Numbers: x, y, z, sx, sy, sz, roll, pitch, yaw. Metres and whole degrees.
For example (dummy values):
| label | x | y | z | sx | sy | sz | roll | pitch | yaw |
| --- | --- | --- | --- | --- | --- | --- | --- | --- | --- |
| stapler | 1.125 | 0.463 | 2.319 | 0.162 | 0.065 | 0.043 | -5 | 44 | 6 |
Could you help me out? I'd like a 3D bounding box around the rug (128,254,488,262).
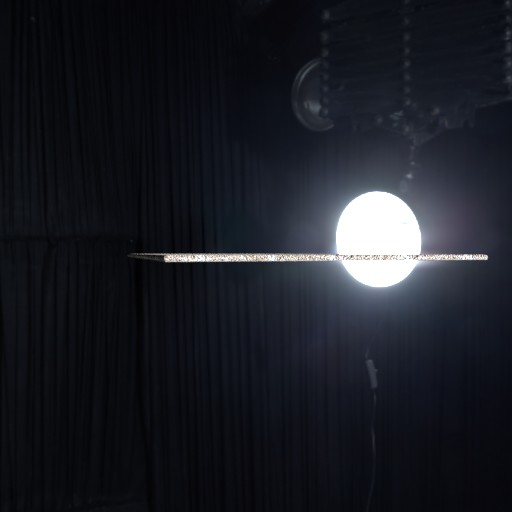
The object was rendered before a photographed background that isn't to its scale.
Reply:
| label | x | y | z | sx | sy | sz | roll | pitch | yaw |
| --- | --- | --- | --- | --- | --- | --- | --- | --- | --- |
| rug | 0.000 | 0.000 | 3.447 | 1.778 | 0.030 | 2.743 | 0 | 0 | -19 |
